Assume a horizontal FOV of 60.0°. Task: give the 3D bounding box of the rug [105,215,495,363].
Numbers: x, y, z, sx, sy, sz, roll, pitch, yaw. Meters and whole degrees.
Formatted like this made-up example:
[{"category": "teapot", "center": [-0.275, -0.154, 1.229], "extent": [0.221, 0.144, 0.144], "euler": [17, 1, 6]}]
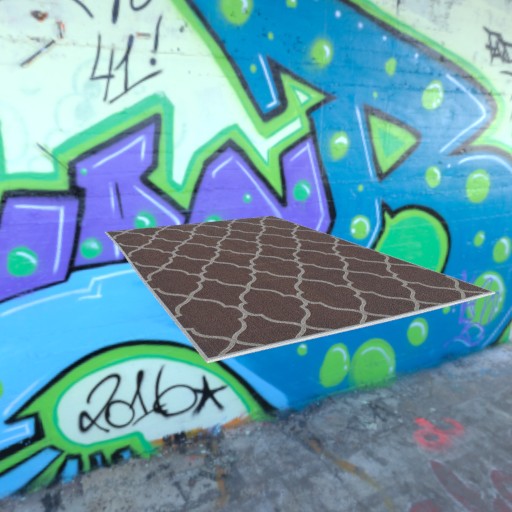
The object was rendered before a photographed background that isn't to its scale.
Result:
[{"category": "rug", "center": [0.000, 0.000, 2.846], "extent": [1.528, 0.014, 2.294], "euler": [-8, 18, -26]}]
